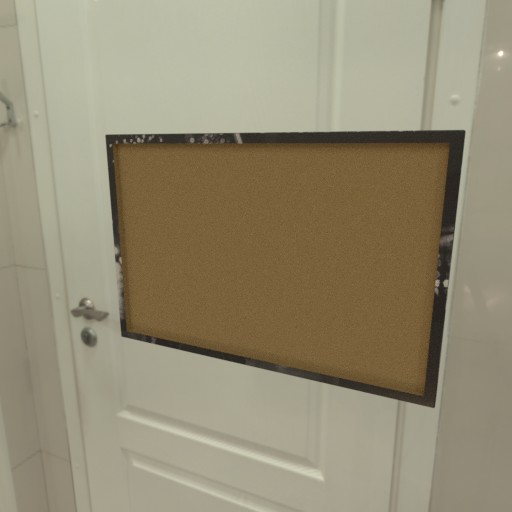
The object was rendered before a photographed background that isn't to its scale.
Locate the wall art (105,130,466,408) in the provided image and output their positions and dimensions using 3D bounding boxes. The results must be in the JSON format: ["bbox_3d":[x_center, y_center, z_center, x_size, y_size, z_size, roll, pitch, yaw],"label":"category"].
[{"bbox_3d":[0.000,0.000,1.137,0.914,0.609,0.038,7,15,24],"label":"wall art"}]
